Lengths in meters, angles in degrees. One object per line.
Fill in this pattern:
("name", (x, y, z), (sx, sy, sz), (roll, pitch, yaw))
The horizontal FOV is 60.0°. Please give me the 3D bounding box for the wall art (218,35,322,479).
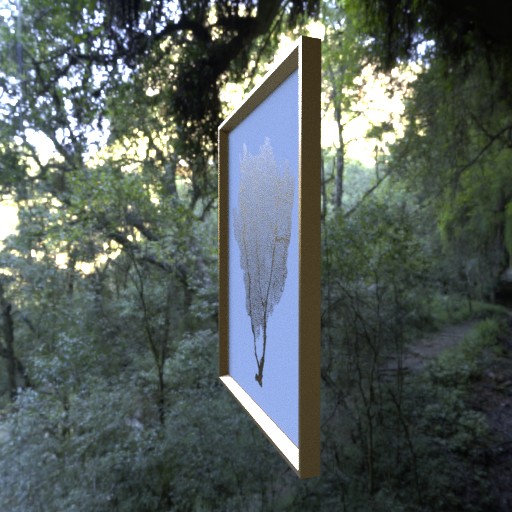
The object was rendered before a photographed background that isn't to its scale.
("wall art", (0.000, 0.000, 1.055), (0.038, 0.762, 0.610), (0, 1, -18))
